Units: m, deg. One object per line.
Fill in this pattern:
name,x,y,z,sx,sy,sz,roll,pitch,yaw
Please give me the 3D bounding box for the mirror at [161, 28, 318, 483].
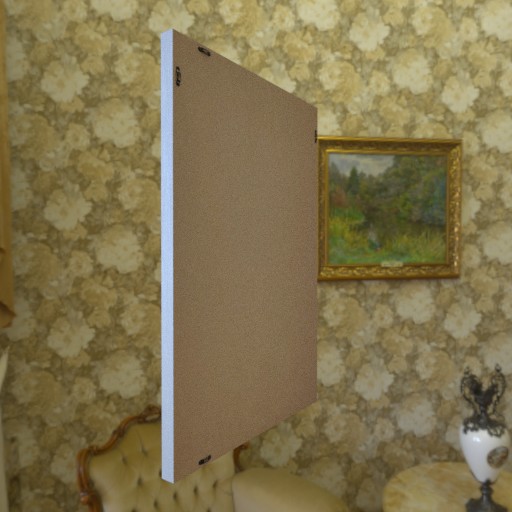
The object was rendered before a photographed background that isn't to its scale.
mirror,0.000,0.000,1.146,0.040,0.915,0.609,0,1,36
